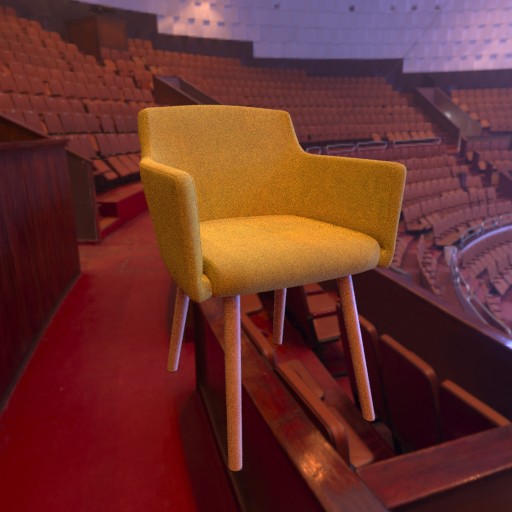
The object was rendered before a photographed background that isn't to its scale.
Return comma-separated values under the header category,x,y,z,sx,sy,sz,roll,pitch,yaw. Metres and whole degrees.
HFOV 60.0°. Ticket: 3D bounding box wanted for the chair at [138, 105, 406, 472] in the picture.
category,x,y,z,sx,sy,sz,roll,pitch,yaw
chair,0.000,0.000,1.179,0.570,0.780,0.570,-8,18,-26
